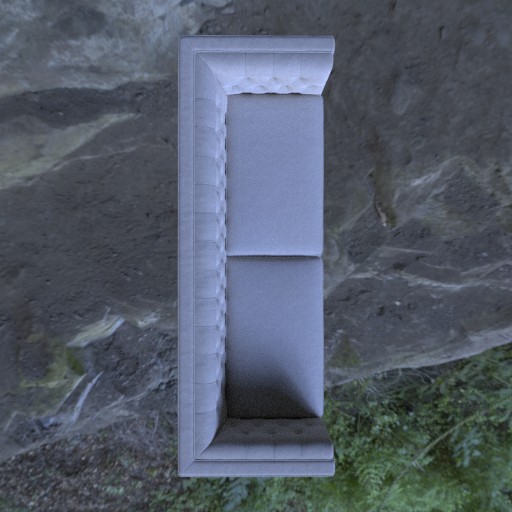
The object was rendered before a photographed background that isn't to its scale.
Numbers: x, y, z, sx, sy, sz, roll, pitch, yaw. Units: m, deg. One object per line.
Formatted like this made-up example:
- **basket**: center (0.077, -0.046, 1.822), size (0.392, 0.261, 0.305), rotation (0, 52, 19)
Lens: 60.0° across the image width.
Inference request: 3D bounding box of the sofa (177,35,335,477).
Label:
- **sofa**: center (0.000, 0.000, 2.538), size (0.775, 0.762, 2.159), rotation (0, 90, -1)
